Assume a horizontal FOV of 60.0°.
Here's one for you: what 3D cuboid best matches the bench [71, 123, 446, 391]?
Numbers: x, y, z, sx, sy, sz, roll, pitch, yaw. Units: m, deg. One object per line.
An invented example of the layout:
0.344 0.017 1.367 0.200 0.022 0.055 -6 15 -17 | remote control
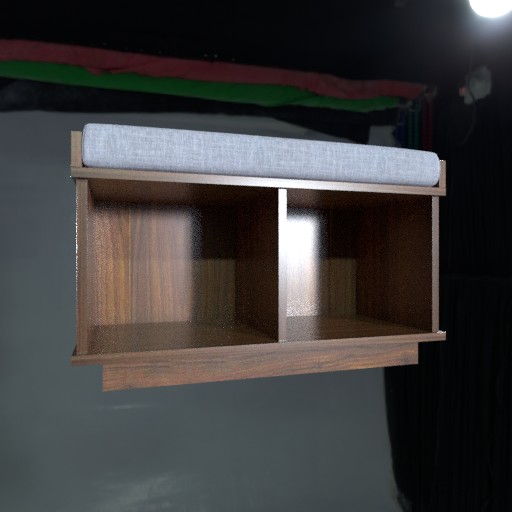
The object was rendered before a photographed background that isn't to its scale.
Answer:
0.000 0.000 0.988 0.734 0.461 0.362 0 0 -18 | bench
